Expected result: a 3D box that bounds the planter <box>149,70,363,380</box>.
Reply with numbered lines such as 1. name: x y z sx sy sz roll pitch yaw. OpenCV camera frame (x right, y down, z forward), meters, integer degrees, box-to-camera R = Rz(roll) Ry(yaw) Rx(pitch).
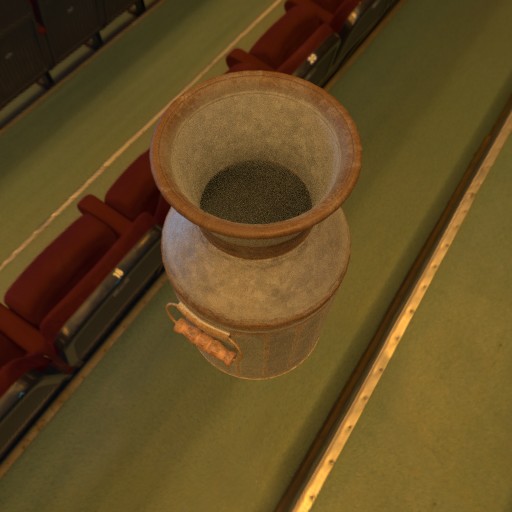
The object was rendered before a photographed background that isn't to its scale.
1. planter: 0.000 0.000 0.530 0.214 0.396 0.245 30 67 14
